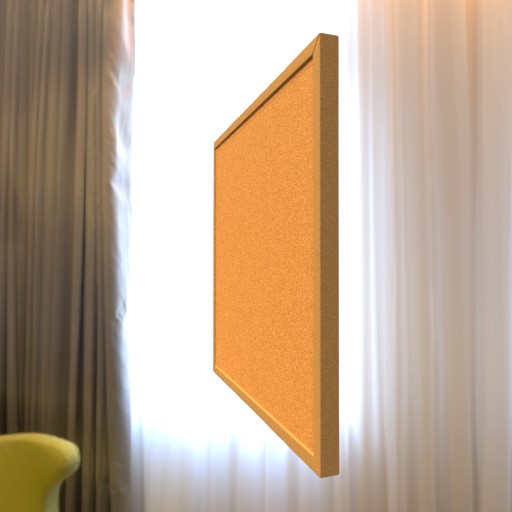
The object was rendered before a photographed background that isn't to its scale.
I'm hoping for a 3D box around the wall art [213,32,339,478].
[{"bbox_3d":[0.000,0.000,1.120,0.037,0.761,0.761,0,0,-19],"label":"wall art"}]
